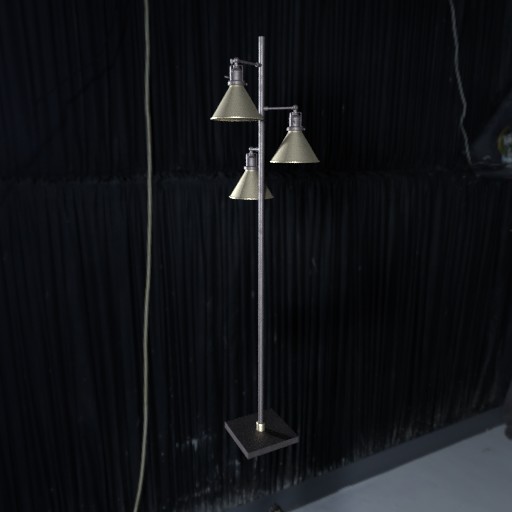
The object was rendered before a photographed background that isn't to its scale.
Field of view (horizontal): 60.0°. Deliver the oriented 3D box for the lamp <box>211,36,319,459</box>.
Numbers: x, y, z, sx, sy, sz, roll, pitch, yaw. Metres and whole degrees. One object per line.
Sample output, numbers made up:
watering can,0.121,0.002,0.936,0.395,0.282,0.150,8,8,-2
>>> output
lamp,0.000,0.000,1.893,0.428,1.716,0.415,-7,15,-27
